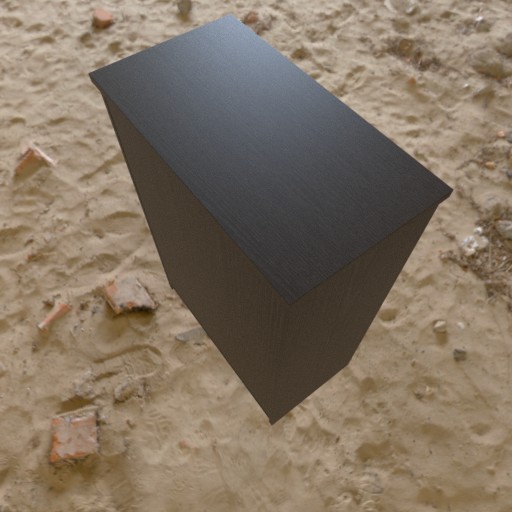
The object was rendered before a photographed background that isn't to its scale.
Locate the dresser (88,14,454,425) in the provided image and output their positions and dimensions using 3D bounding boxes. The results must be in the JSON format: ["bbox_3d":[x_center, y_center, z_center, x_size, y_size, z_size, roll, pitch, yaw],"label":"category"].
[{"bbox_3d":[0.000,0.000,1.330,0.399,1.020,0.704,-33,64,-18],"label":"dresser"}]
